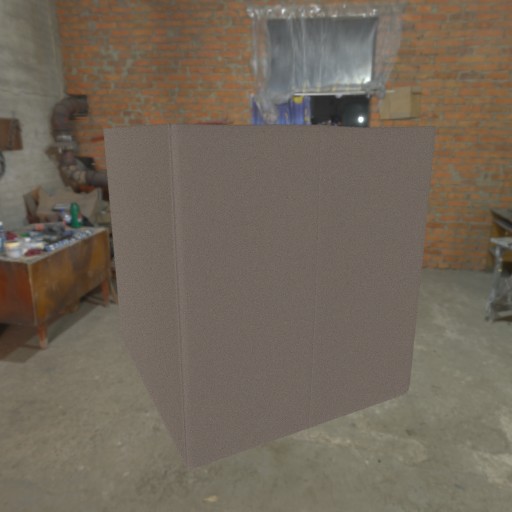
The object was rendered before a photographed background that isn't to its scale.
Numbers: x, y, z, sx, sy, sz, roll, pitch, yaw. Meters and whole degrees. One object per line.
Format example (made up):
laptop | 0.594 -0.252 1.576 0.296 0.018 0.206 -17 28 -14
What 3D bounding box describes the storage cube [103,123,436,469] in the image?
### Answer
storage cube | 0.000 0.000 0.502 0.270 0.280 0.270 -8 17 -26
